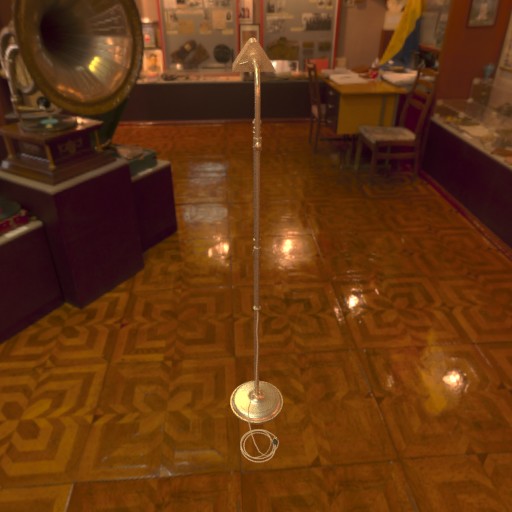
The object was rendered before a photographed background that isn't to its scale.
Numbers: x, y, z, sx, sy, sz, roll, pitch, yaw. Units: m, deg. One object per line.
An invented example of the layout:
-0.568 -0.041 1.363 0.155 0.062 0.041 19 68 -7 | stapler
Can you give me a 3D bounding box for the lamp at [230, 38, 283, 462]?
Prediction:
0.000 0.000 1.838 0.256 1.571 0.813 -1 31 -2 | lamp
